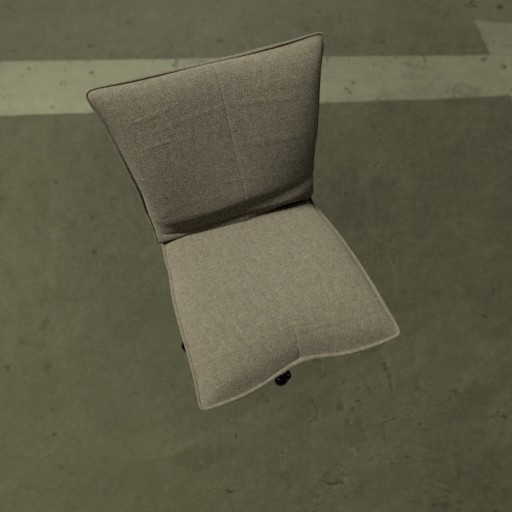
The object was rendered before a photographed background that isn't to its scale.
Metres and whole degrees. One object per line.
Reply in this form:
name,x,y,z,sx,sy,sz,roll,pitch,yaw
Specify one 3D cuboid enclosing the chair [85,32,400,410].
chair,0.000,0.000,1.252,0.597,0.811,0.696,-17,63,-9
